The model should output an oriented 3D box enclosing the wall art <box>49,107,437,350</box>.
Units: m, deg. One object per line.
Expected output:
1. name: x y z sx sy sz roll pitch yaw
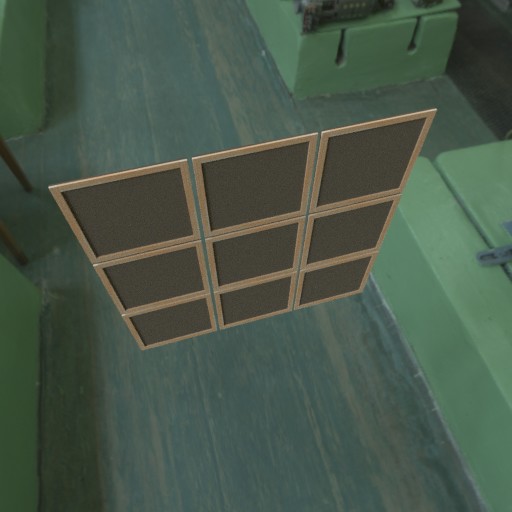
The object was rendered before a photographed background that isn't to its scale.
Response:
1. wall art: 0.000 0.000 1.849 1.216 1.218 0.013 -14 58 -9
